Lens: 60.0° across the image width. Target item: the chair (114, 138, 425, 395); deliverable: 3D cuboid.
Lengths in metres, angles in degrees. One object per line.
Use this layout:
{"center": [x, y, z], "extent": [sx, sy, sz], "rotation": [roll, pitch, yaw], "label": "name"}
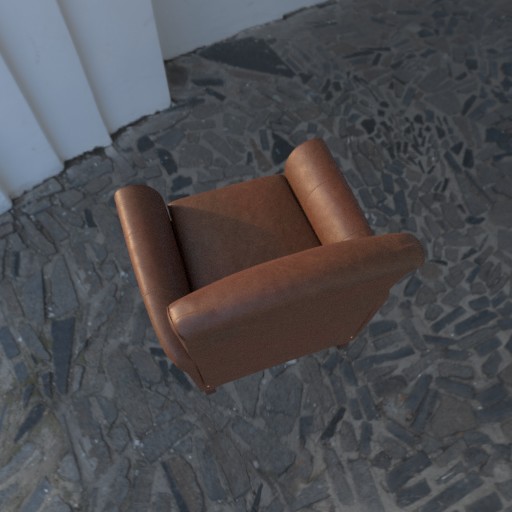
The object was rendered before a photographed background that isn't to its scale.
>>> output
{"center": [0.000, 0.000, 1.812], "extent": [0.978, 1.061, 0.902], "rotation": [-16, 60, -10], "label": "chair"}
